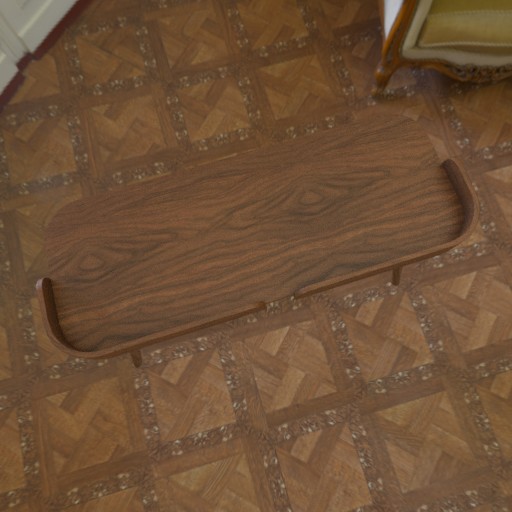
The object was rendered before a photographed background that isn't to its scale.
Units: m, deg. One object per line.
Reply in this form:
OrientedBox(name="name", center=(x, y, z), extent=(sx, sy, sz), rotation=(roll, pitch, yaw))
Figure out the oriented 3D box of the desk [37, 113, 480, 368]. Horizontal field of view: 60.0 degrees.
OrientedBox(name="desk", center=(0.000, 0.000, 1.641), extent=(1.256, 0.800, 0.486), rotation=(-17, 75, -5))
